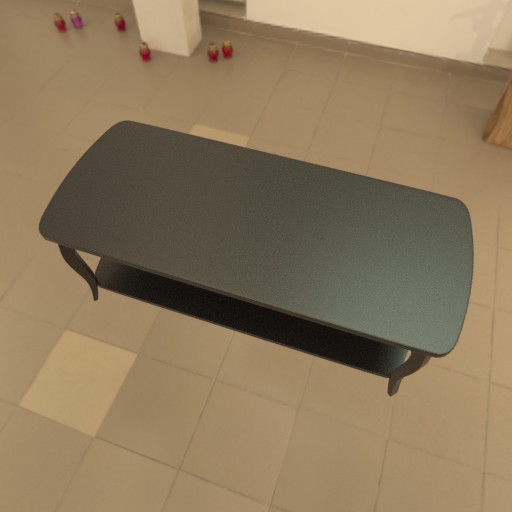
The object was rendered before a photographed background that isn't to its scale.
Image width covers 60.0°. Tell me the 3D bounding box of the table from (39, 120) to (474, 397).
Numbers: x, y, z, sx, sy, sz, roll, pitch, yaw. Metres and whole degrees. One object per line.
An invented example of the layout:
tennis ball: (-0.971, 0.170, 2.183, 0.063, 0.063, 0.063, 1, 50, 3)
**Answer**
table: (0.000, 0.000, 1.594, 1.333, 0.457, 0.571, 16, 58, 10)
